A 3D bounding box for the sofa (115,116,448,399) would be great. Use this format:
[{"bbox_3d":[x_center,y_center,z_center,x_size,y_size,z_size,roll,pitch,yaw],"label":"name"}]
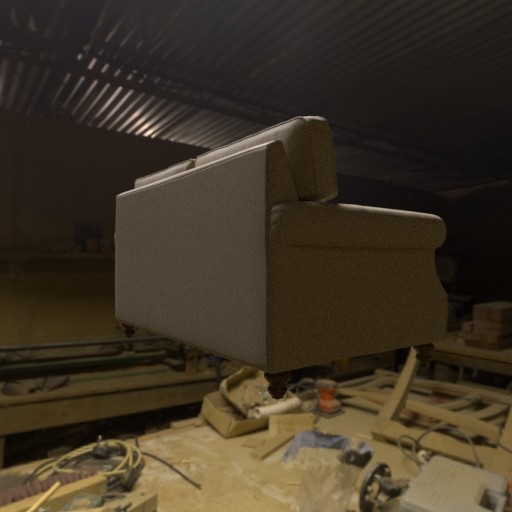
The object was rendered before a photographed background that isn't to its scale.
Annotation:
[{"bbox_3d":[0.000,0.000,2.228,0.964,0.937,1.665,0,0,-36],"label":"sofa"}]
